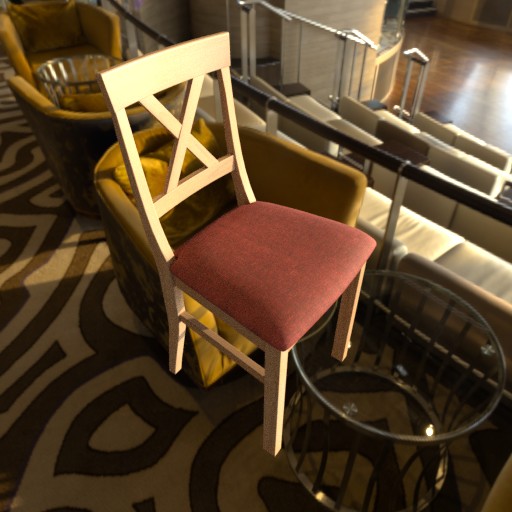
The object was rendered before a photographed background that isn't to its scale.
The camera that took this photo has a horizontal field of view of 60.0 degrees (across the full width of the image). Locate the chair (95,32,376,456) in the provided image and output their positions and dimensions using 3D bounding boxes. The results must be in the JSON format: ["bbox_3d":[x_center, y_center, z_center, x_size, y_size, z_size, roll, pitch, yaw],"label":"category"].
[{"bbox_3d":[0.000,0.000,1.122,0.492,0.912,0.439,25,46,27],"label":"chair"}]
